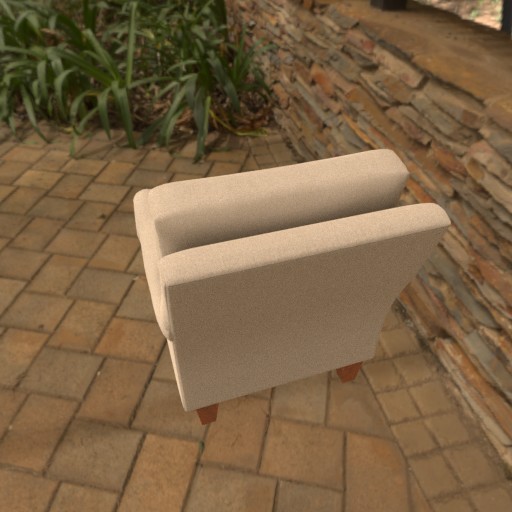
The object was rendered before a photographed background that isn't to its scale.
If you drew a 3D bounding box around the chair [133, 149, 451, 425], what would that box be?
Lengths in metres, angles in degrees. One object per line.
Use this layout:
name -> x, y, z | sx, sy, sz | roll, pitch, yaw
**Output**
chair -> 0.000, 0.000, 1.828 | 0.895, 1.076, 1.078 | -12, 41, -14
